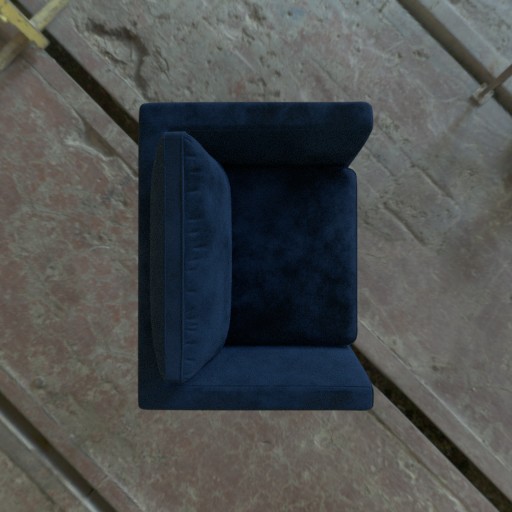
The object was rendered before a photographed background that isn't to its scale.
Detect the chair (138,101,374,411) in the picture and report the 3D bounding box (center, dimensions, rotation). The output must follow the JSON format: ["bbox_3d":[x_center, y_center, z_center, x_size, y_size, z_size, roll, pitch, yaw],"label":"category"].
[{"bbox_3d":[0.000,0.000,1.609,0.746,0.893,0.977,0,90,0],"label":"chair"}]
